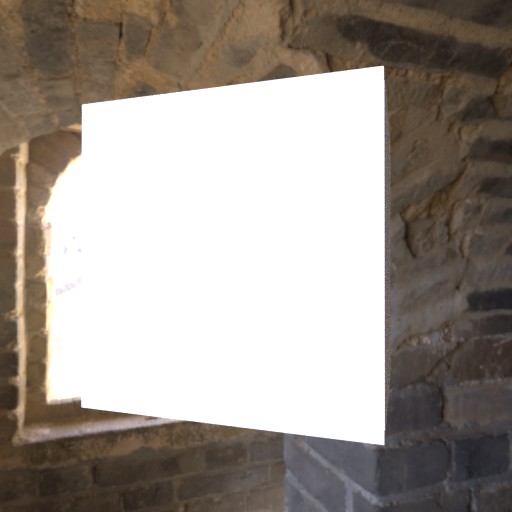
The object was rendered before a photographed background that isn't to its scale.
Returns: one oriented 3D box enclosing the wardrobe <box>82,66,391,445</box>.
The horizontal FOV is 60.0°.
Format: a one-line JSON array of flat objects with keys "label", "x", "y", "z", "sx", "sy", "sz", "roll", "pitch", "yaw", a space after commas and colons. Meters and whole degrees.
[{"label": "wardrobe", "x": 0.000, "y": 0.000, "z": 0.874, "sx": 0.500, "sy": 0.520, "sz": 0.400, "roll": 0, "pitch": 0, "yaw": 18}]
